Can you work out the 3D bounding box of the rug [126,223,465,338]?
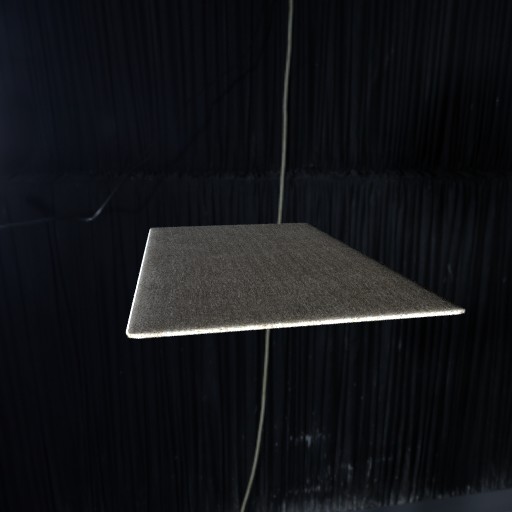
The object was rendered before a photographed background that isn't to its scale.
[{"bbox_3d":[0.000,0.000,3.095,1.539,0.024,2.469,-3,14,-10],"label":"rug"}]
